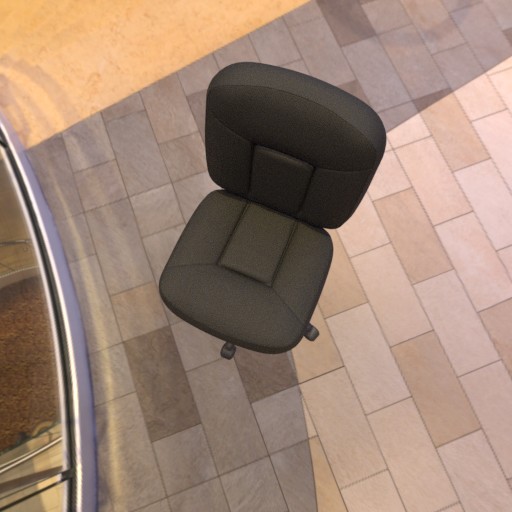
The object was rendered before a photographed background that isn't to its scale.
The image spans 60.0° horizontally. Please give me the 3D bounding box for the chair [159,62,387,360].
[{"bbox_3d":[0.000,0.000,1.362,0.610,0.972,0.610,22,75,6],"label":"chair"}]
